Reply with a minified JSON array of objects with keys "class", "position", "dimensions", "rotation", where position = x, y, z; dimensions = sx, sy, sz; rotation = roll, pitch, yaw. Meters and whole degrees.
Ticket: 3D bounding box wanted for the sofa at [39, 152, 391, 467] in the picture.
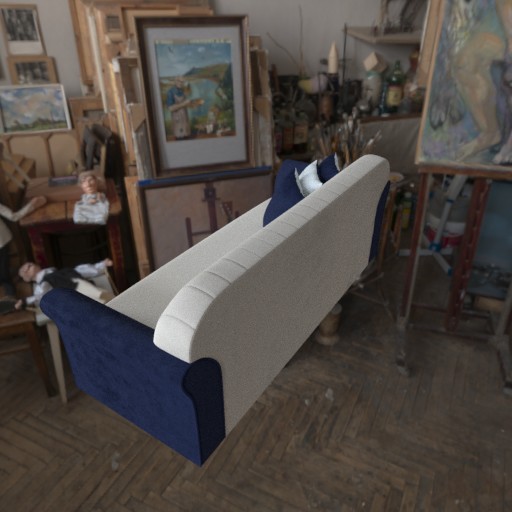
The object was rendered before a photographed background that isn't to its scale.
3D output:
[{"class":"sofa","position":[0.000,0.000,2.377],"dimensions":[0.749,0.789,2.006],"rotation":[19,36,28]}]
